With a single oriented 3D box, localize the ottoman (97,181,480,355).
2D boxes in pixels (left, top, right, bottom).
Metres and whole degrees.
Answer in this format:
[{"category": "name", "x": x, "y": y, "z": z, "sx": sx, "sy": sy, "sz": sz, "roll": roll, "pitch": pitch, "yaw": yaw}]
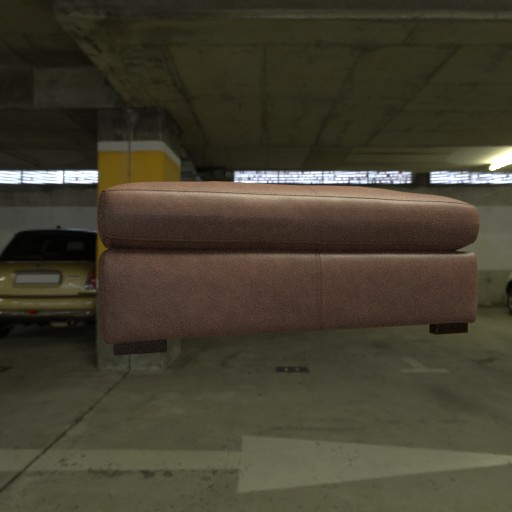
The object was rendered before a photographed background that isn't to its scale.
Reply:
[{"category": "ottoman", "x": 0.000, "y": 0.000, "z": 1.761, "sx": 1.168, "sy": 0.490, "sz": 1.168, "roll": 0, "pitch": 0, "yaw": -18}]
